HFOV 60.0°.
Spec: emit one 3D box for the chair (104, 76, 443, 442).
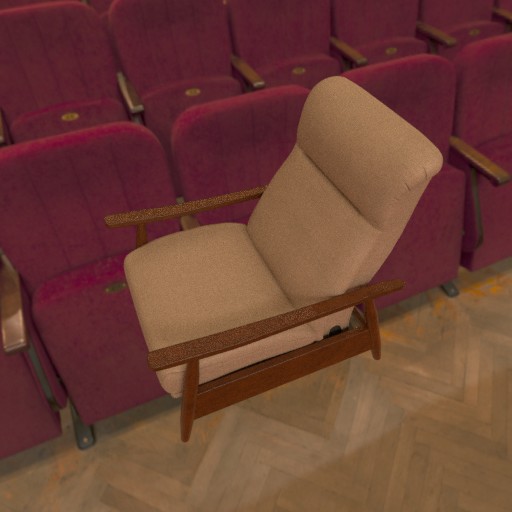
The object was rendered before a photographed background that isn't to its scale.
[{"bbox_3d":[0.000,0.000,1.773,1.030,1.082,0.762,-18,49,-16],"label":"chair"}]
